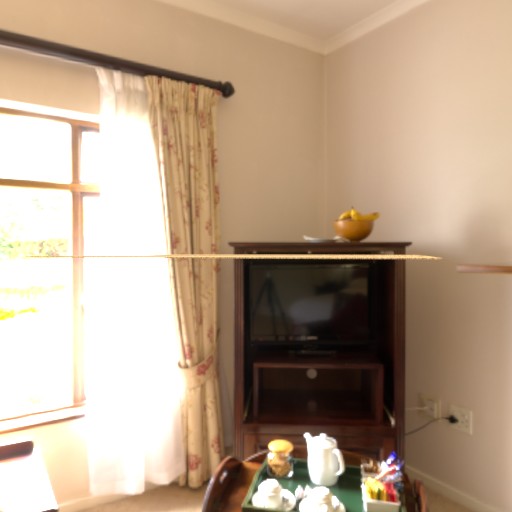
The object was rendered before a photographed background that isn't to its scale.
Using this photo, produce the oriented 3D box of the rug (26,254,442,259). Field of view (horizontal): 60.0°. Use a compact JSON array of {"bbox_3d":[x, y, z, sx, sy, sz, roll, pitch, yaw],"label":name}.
[{"bbox_3d":[0.000,0.000,4.184,3.037,0.010,2.453,0,1,17],"label":"rug"}]
